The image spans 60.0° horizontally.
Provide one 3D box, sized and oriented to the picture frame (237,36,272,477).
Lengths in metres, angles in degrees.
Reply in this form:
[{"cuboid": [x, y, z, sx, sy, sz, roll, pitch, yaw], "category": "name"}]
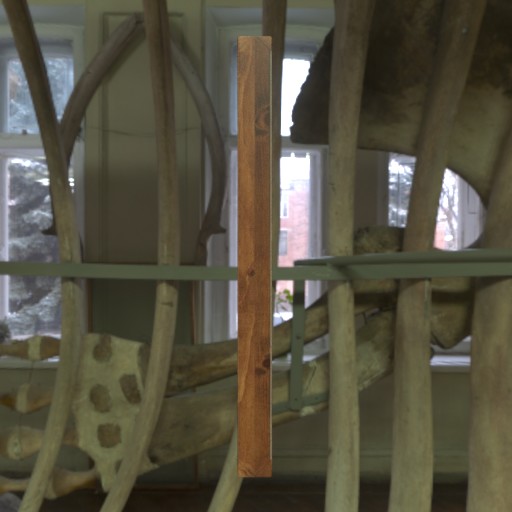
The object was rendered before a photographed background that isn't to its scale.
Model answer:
[{"cuboid": [0.000, 0.000, 0.533, 0.028, 0.356, 0.352, 0, 0, 0], "category": "picture frame"}]
